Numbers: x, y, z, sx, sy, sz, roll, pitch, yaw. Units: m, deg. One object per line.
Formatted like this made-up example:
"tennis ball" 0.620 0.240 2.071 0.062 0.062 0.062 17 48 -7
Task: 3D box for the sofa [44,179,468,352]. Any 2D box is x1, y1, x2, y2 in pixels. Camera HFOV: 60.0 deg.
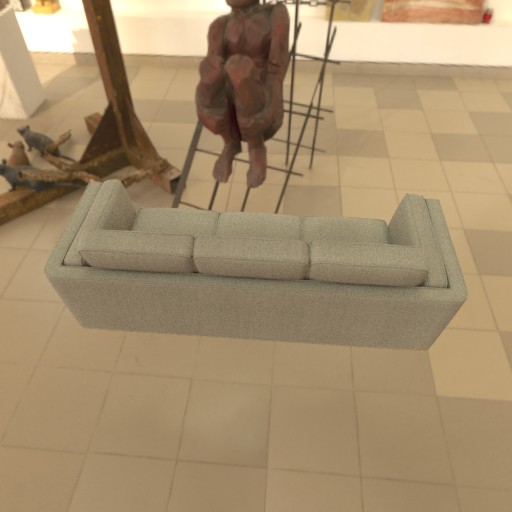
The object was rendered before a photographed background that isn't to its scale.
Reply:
"sofa" 0.000 0.000 2.865 2.362 0.899 0.903 3 47 3
